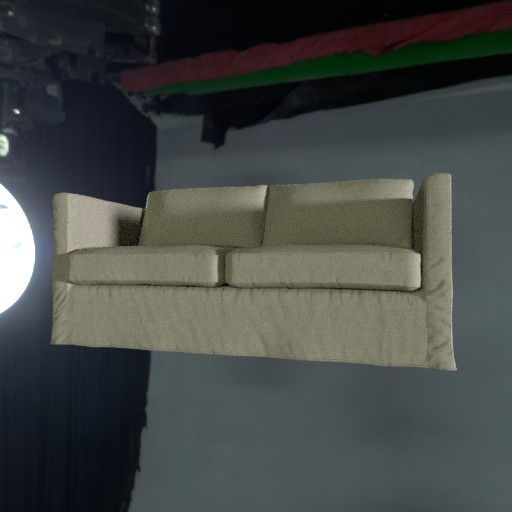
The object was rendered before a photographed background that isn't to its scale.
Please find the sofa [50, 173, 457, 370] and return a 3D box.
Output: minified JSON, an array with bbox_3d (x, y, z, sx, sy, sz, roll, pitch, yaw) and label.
[{"bbox_3d":[0.000,0.000,2.254,1.766,0.828,0.956,0,-1,17],"label":"sofa"}]
